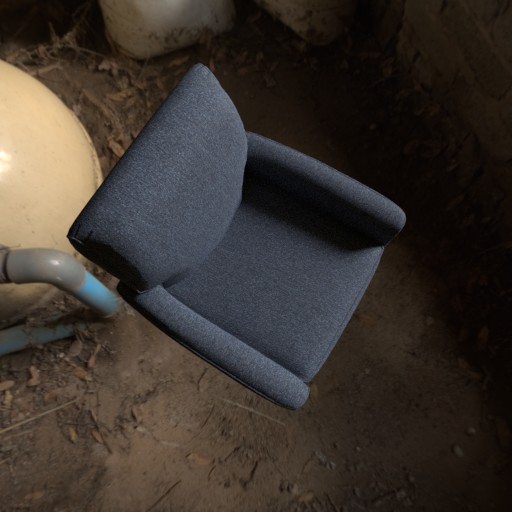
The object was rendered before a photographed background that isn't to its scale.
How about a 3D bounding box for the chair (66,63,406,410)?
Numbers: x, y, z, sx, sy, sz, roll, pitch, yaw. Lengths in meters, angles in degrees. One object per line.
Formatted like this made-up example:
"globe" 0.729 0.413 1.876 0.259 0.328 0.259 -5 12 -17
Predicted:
"chair" 0.000 0.000 1.659 0.850 1.016 0.839 31 78 7
